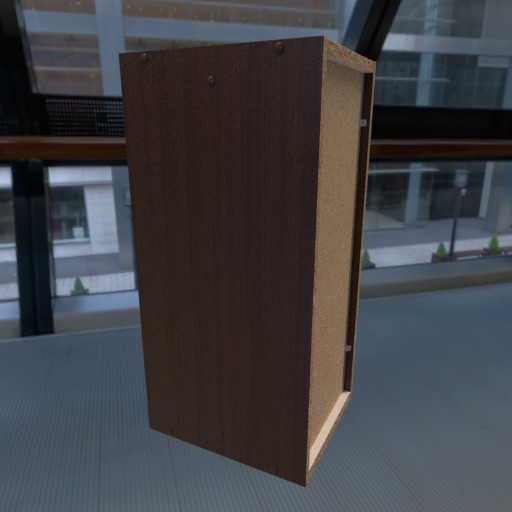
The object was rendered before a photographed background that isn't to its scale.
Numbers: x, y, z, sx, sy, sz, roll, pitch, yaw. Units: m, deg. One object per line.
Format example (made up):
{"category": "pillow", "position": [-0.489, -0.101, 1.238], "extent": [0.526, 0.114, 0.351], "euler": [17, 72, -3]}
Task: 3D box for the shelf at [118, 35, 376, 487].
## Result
{"category": "shelf", "position": [0.000, 0.000, 0.730], "extent": [0.290, 0.600, 0.253], "euler": [8, 19, 26]}
